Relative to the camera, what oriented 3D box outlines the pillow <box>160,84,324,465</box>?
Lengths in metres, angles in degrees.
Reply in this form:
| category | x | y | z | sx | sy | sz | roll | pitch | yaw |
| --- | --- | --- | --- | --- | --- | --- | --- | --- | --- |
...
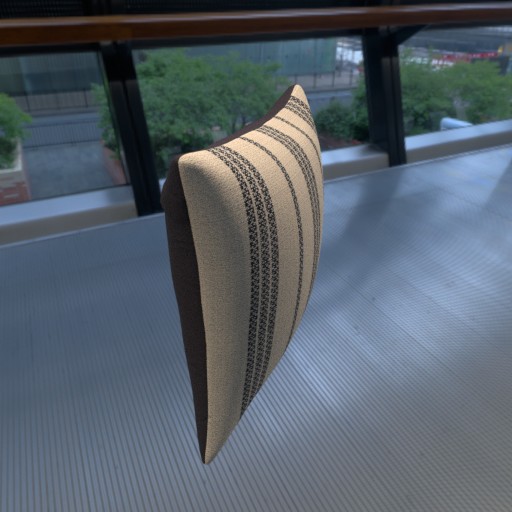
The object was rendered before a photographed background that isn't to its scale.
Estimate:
| category | x | y | z | sx | sy | sz | roll | pitch | yaw |
| --- | --- | --- | --- | --- | --- | --- | --- | --- | --- |
| pillow | 0.000 | 0.000 | 0.634 | 0.173 | 0.406 | 0.405 | 10 | 31 | 16 |
